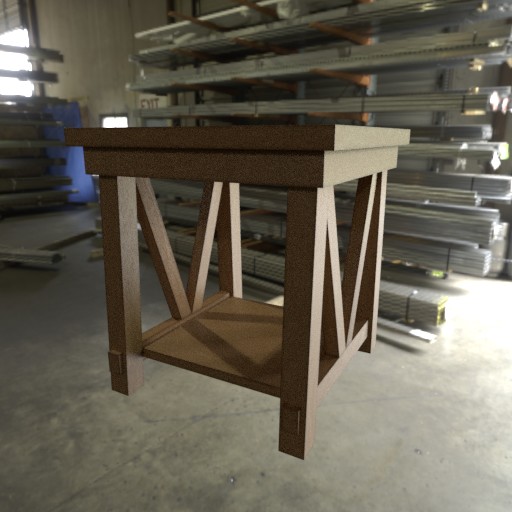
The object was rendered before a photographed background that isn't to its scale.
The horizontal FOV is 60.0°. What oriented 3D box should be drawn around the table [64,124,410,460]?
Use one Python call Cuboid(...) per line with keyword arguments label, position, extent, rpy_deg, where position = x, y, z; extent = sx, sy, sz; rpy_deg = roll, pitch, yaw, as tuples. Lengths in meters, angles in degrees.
Cuboid(label="table", position=(0.000, 0.000, 1.155), extent=(0.610, 0.638, 0.612), rpy_deg=(8, 17, 28))
